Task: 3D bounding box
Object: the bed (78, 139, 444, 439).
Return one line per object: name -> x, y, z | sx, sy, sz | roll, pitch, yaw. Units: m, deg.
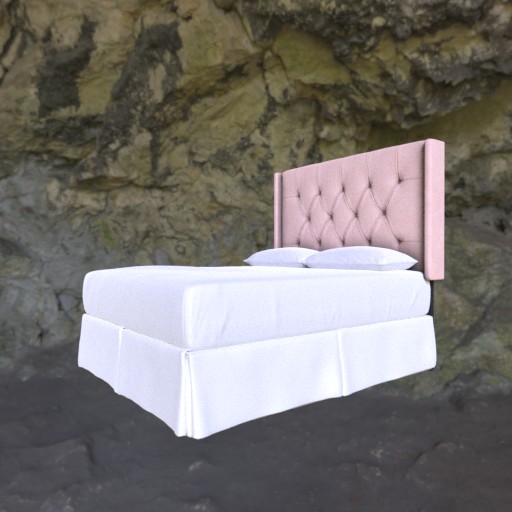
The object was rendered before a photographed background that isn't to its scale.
bed -> 0.000, 0.000, 3.208 | 2.066, 1.665, 1.719 | 0, 1, -37
